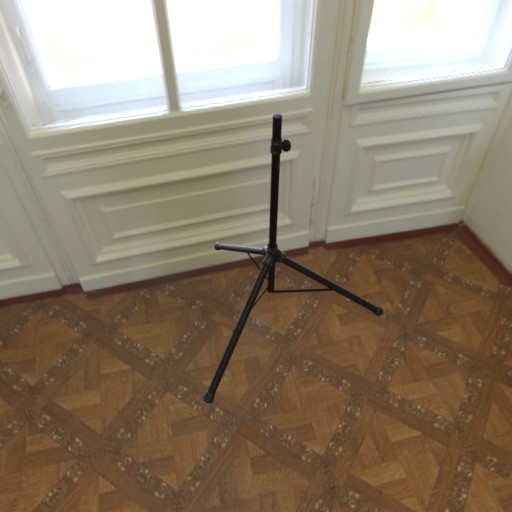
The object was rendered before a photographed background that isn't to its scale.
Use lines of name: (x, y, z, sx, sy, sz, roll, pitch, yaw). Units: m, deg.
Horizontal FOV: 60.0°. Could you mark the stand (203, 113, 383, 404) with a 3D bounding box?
stand: (0.000, 0.000, 1.866, 1.045, 1.136, 0.907, 23, 51, 21)
